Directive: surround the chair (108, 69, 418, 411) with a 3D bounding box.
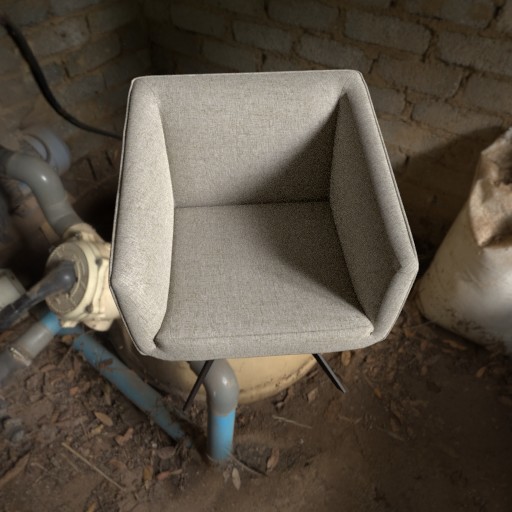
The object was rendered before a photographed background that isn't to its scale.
[{"bbox_3d":[0.000,0.000,1.237,0.628,0.760,0.623,-3,47,-3],"label":"chair"}]
